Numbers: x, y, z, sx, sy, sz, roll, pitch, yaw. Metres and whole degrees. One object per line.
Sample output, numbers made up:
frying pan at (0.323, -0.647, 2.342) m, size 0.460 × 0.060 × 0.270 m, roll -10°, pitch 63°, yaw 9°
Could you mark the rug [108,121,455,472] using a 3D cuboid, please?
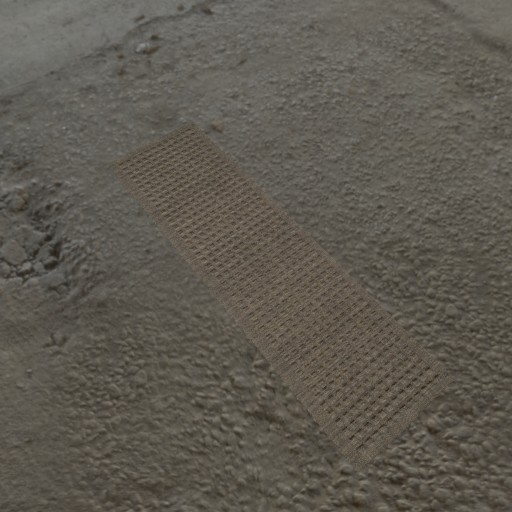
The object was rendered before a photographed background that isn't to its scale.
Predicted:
rug at (0.000, 0.000, 2.667) m, size 0.706 × 0.009 × 2.443 m, roll -33°, pitch 64°, yaw -19°
